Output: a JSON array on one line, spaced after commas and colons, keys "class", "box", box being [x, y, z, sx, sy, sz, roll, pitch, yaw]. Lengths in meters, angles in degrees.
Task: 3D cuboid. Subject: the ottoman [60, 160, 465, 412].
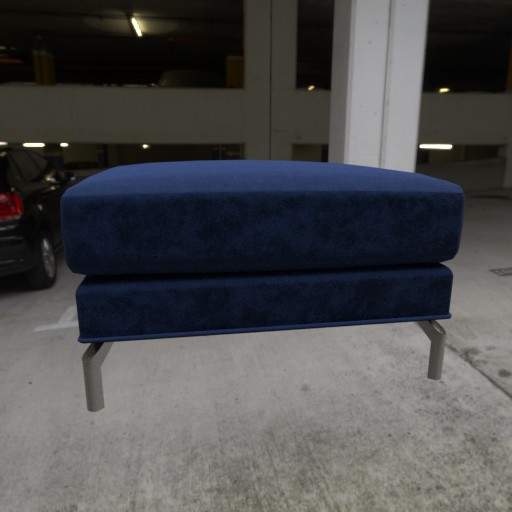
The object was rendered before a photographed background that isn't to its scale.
[{"class": "ottoman", "box": [0.000, 0.000, 1.196, 0.835, 0.498, 0.587, -2, 15, -9]}]
